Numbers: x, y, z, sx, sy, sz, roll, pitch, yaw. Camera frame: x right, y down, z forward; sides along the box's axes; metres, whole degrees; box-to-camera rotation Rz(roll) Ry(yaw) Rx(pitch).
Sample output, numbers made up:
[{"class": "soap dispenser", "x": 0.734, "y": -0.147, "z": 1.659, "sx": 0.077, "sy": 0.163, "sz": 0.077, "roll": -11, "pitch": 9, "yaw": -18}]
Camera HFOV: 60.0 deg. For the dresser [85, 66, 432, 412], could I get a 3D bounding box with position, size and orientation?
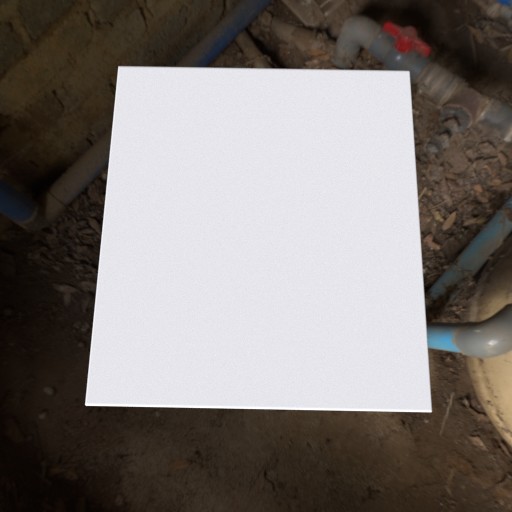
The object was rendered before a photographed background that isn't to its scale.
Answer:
[{"class": "dresser", "x": 0.000, "y": 0.000, "z": 0.716, "sx": 0.400, "sy": 0.360, "sz": 0.430, "roll": 1, "pitch": 77, "yaw": 0}]
